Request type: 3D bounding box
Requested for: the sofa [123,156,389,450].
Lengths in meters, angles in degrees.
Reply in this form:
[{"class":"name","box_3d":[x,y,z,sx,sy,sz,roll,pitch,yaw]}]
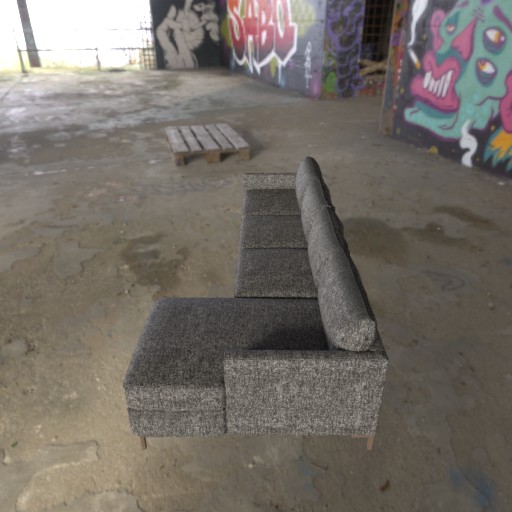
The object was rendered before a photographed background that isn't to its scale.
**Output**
[{"class":"sofa","box_3d":[0.000,0.000,3.986,1.488,0.970,3.384,0,28,1]}]
